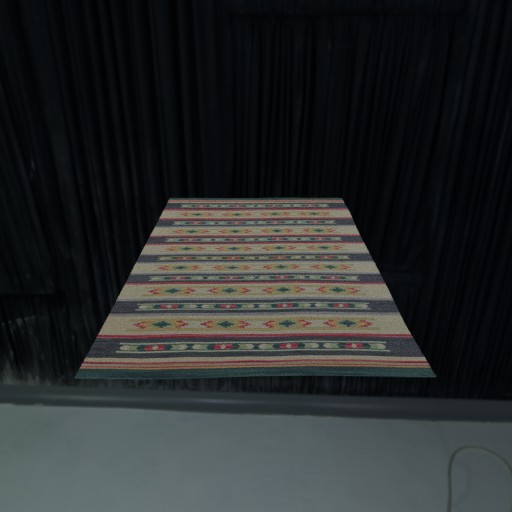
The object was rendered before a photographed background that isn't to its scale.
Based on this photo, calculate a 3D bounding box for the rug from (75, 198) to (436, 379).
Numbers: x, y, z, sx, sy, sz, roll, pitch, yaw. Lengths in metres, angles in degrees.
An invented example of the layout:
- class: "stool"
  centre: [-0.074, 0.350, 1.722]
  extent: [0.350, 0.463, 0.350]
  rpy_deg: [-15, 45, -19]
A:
- class: "rug"
  centre: [0.000, 0.000, 2.885]
  extent: [1.522, 0.010, 2.311]
  rpy_deg: [0, 26, 0]
